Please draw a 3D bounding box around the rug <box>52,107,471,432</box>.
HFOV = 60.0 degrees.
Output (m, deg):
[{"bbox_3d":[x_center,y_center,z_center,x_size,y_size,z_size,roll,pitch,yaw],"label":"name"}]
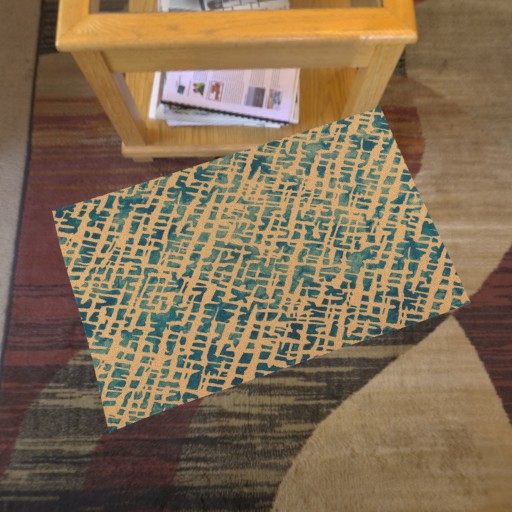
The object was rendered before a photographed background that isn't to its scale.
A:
[{"bbox_3d":[0.000,0.000,2.972,2.447,0.011,1.520,-19,77,-4],"label":"rug"}]
